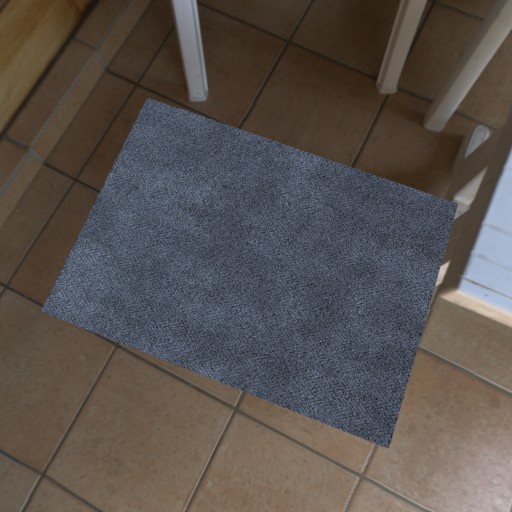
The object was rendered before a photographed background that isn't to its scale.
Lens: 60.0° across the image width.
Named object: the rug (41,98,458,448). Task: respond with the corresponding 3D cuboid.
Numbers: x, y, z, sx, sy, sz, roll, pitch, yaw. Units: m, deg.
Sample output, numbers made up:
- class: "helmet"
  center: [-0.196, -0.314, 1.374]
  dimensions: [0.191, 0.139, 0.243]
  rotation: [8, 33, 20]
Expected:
- class: "rug"
  center: [0.000, 0.000, 2.824]
  dimensions: [2.235, 0.008, 1.600]
  rotation: [20, 77, 5]
